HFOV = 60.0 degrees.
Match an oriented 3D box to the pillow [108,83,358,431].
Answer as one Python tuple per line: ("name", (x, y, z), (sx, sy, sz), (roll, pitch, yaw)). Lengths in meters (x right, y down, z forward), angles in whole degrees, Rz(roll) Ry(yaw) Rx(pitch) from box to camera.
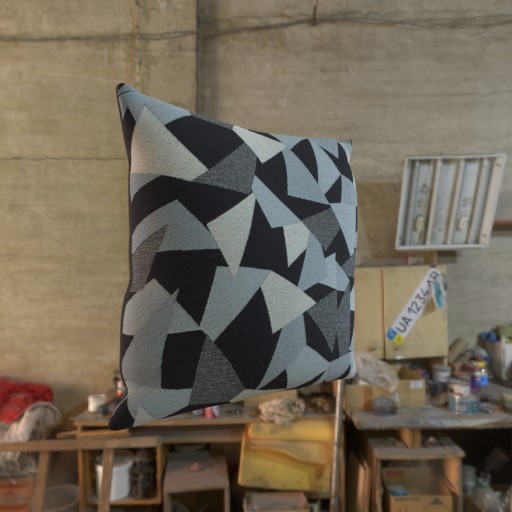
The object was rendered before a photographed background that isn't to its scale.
("pillow", (0.000, 0.000, 0.764), (0.503, 0.496, 0.208), (0, -1, -36))
